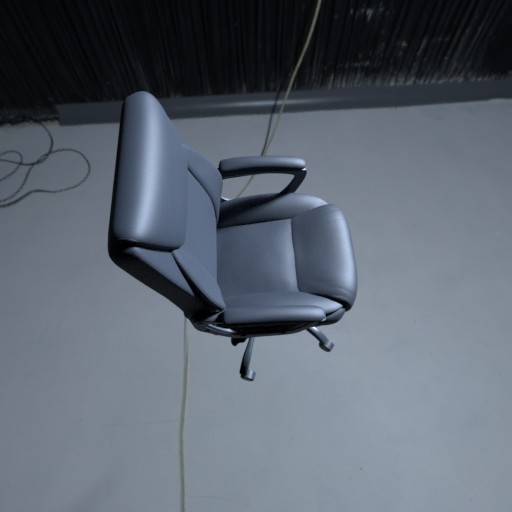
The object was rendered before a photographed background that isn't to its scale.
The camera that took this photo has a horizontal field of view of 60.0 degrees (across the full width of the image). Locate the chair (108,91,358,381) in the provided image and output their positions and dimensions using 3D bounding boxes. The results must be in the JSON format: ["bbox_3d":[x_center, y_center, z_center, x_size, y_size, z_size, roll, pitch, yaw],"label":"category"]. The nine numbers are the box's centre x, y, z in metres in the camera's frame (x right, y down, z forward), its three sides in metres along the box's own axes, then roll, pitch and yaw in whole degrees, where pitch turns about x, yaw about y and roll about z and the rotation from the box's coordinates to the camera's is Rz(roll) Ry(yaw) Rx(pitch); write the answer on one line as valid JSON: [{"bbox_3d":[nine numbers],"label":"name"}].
[{"bbox_3d":[0.000,0.000,1.462,0.655,1.072,0.615,-3,64,-1],"label":"chair"}]
